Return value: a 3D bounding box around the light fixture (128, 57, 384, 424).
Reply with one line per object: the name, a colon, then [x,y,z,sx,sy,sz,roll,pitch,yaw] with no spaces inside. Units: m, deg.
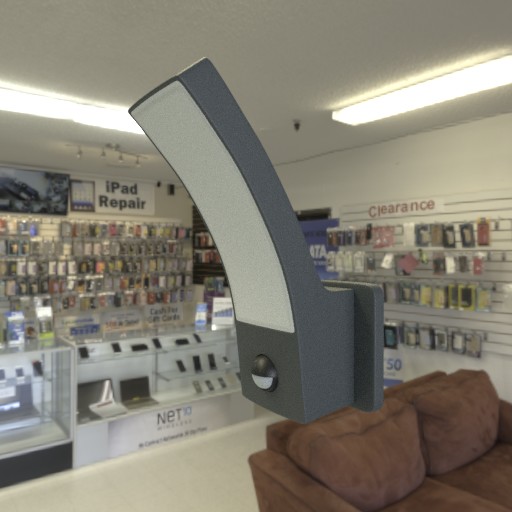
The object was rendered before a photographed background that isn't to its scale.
light fixture: [0.000,0.000,0.336,0.174,0.243,0.108,0,1,-36]
